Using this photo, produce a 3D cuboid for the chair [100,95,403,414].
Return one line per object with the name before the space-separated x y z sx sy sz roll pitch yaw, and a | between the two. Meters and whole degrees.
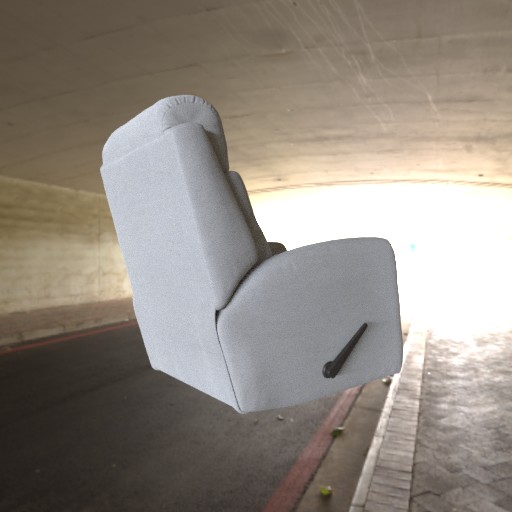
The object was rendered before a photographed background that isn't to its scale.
chair | 0.000 0.000 1.764 1.043 1.013 0.798 0 0 -36
